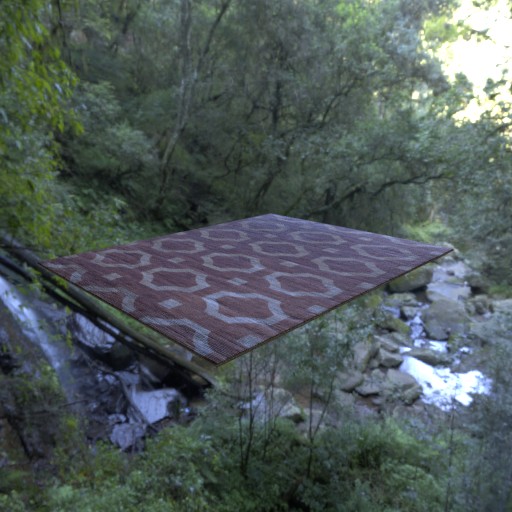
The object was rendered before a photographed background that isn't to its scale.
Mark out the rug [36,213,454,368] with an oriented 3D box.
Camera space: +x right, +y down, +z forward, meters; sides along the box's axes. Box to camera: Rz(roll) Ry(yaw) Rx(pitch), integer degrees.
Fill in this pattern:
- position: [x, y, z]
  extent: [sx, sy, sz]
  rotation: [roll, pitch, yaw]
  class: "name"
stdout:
- position: [0.000, 0.000, 4.136]
  extent: [2.466, 0.021, 3.049]
  rotation: [16, 23, 42]
  class: "rug"
